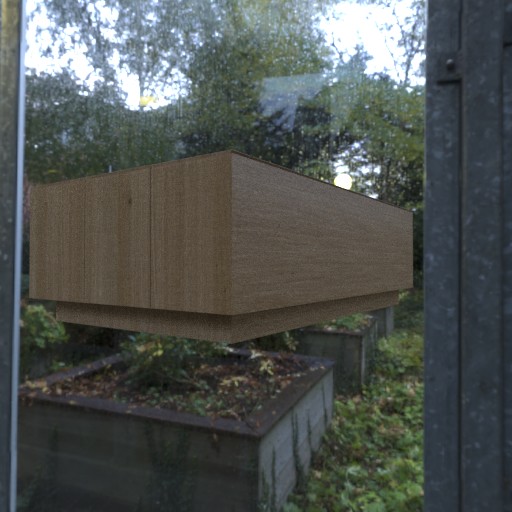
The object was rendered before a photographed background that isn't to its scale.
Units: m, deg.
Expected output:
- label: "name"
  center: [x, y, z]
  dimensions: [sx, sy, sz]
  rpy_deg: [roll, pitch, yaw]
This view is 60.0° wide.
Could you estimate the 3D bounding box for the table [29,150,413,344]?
- label: "table"
  center: [0.000, 0.000, 1.427]
  dimensions: [0.678, 0.353, 1.110]
  rpy_deg: [-1, -1, 35]
